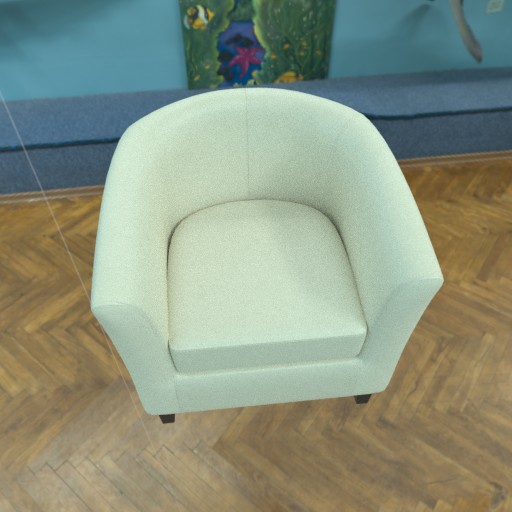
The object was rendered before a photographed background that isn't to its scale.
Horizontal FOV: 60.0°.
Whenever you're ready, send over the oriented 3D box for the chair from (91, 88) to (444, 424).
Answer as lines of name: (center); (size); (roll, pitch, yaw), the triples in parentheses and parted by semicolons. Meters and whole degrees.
chair: (0.000, 0.000, 1.366); (0.792, 0.756, 0.727); (-4, 46, -4)
